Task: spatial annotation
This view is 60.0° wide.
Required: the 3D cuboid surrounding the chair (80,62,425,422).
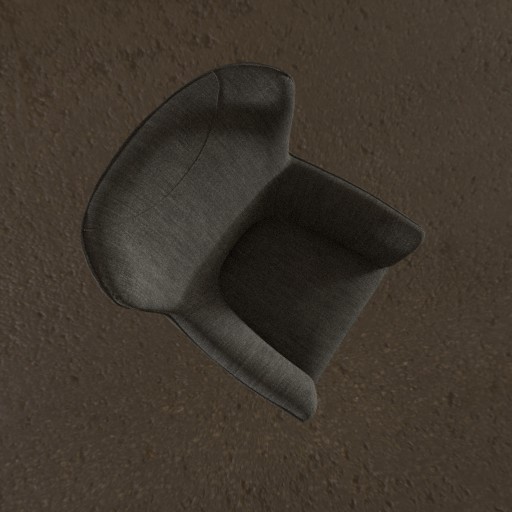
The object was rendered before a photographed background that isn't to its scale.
[{"bbox_3d":[0.000,0.000,1.580,0.888,0.933,0.781,34,78,8],"label":"chair"}]
